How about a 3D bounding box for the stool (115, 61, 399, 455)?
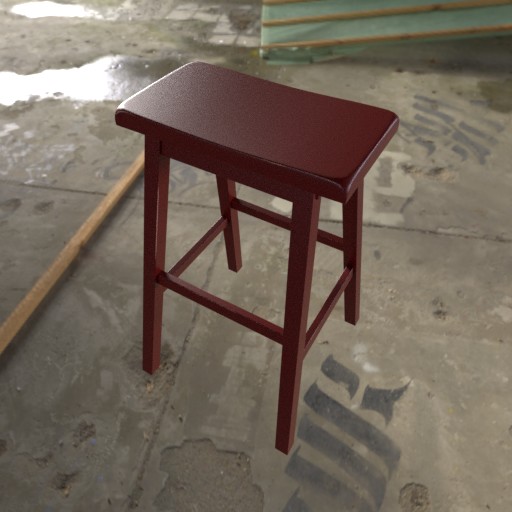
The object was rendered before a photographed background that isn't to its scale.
[{"bbox_3d":[0.000,0.000,1.037,0.457,0.737,0.476,23,50,21],"label":"stool"}]
